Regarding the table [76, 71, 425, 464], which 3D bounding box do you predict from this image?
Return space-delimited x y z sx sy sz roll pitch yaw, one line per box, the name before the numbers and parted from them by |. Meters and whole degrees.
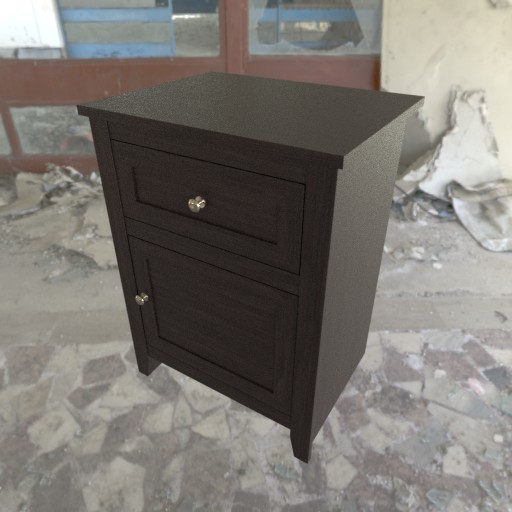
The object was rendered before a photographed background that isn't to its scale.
table | 0.000 0.000 0.937 0.480 0.635 0.381 18 36 27
